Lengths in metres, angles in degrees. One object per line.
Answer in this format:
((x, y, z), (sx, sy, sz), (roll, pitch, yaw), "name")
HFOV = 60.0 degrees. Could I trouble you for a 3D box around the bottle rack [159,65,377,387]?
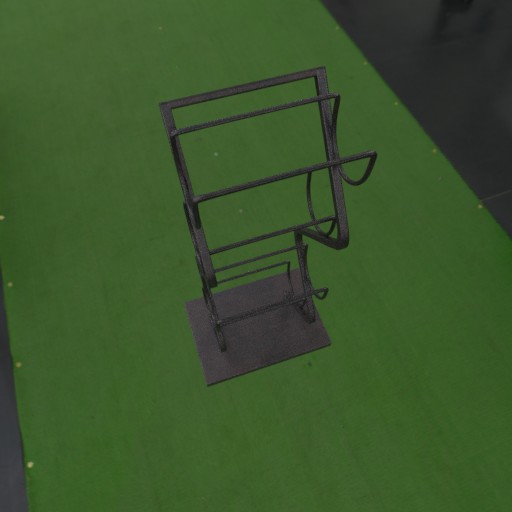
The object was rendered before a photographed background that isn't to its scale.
((0.000, 0.000, 0.661), (0.254, 0.559, 0.178), (-16, 61, -9), "bottle rack")
